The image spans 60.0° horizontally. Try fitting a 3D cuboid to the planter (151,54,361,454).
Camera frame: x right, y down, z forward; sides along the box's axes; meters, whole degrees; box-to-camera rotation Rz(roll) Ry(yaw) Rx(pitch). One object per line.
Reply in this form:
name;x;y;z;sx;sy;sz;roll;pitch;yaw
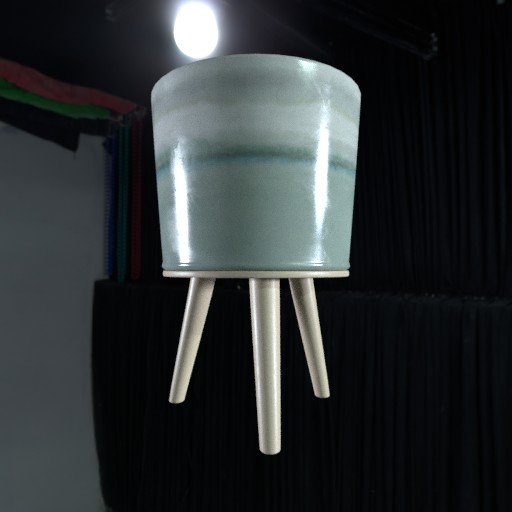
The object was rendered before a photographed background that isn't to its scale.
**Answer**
planter;0.000;0.000;0.571;0.265;0.404;0.265;-1;-2;36
